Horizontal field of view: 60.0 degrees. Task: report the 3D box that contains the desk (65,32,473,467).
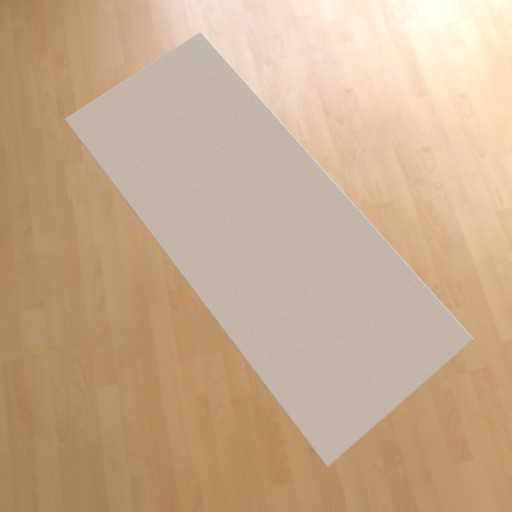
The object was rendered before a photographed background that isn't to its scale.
[{"bbox_3d":[0.000,0.000,1.622,0.508,0.775,1.220,-37,79,-9],"label":"desk"}]
